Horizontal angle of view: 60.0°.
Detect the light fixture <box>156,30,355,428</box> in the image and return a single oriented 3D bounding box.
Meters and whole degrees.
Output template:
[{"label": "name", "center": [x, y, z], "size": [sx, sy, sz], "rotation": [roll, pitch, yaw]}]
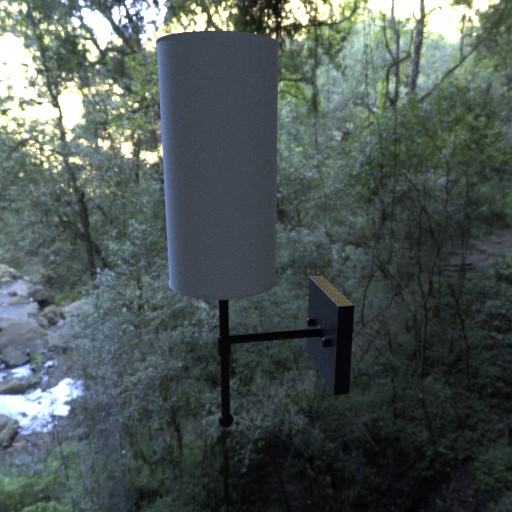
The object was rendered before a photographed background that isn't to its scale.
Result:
[{"label": "light fixture", "center": [0.000, 0.000, 0.530], "size": [0.208, 0.462, 0.128], "rotation": [-3, 15, -10]}]
